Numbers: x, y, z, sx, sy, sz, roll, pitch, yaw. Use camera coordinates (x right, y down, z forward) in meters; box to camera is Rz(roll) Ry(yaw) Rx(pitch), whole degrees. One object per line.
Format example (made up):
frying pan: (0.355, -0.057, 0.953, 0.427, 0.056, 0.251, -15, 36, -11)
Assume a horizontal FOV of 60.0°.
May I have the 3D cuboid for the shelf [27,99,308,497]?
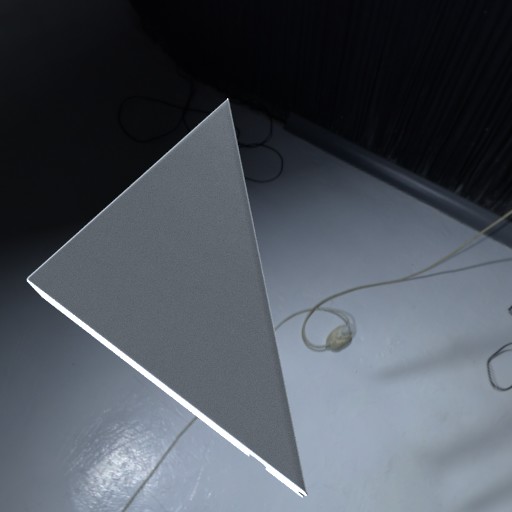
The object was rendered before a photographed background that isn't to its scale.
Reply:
shelf: (0.000, 0.000, 0.429, 0.296, 0.035, 0.296, 31, 64, 17)
